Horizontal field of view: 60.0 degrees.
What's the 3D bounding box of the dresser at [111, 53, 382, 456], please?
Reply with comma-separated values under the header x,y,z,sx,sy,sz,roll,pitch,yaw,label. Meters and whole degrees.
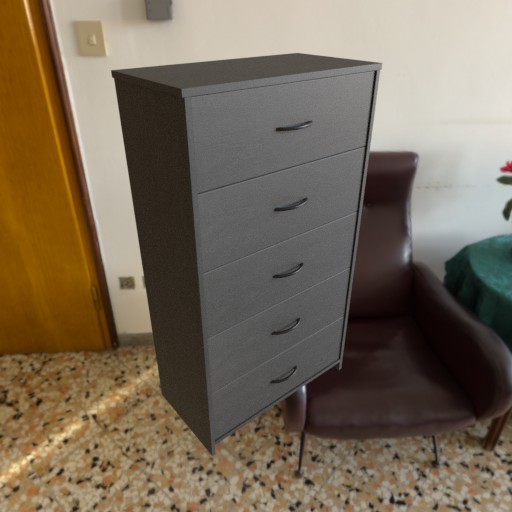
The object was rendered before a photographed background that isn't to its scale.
x,y,z,sx,sy,sz,roll,pitch,yaw,label
0.000,0.000,1.586,0.704,1.255,0.399,-22,37,-33,dresser
